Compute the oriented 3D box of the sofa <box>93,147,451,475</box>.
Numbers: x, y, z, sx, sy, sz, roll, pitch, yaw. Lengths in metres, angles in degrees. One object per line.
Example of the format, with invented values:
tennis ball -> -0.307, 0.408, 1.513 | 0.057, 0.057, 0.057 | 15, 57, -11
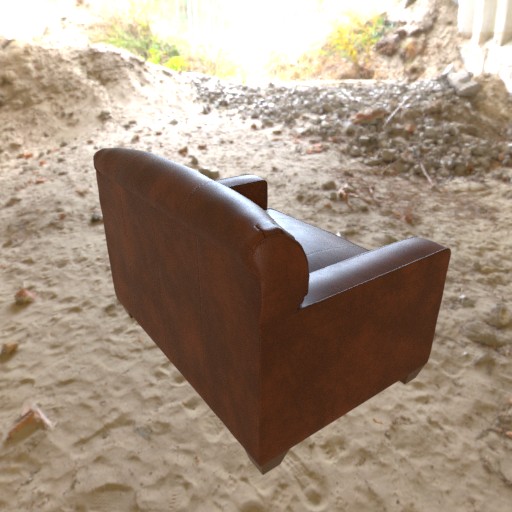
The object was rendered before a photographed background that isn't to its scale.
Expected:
sofa -> 0.000, 0.000, 2.068 | 1.000, 0.956, 1.413 | -17, 30, -32
